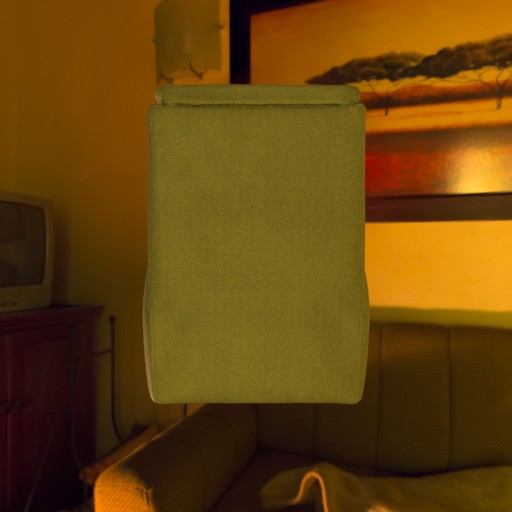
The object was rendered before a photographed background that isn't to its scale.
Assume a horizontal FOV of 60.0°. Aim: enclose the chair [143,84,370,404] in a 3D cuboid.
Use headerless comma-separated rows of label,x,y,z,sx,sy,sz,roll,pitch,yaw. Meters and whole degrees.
chair,0.000,0.000,1.677,0.794,1.016,0.940,0,-1,0
